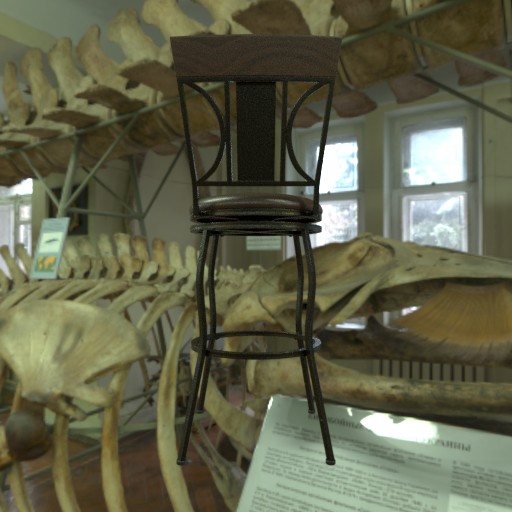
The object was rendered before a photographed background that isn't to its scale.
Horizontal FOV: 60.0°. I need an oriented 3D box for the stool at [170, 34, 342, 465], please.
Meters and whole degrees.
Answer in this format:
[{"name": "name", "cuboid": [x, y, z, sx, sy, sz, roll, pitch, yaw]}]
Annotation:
[{"name": "stool", "cuboid": [0.000, 0.000, 1.373, 0.448, 1.130, 0.513, 0, -1, 0]}]
